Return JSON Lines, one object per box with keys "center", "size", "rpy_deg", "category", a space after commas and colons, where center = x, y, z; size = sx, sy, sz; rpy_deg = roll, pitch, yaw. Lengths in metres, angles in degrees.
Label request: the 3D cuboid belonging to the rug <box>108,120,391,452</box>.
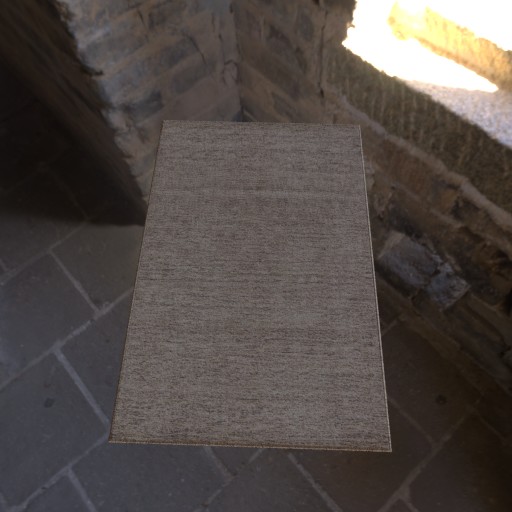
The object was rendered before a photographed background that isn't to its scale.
{"center": [0.000, 0.000, 2.299], "size": [1.211, 0.018, 1.822], "rpy_deg": [2, 63, 1], "category": "rug"}
